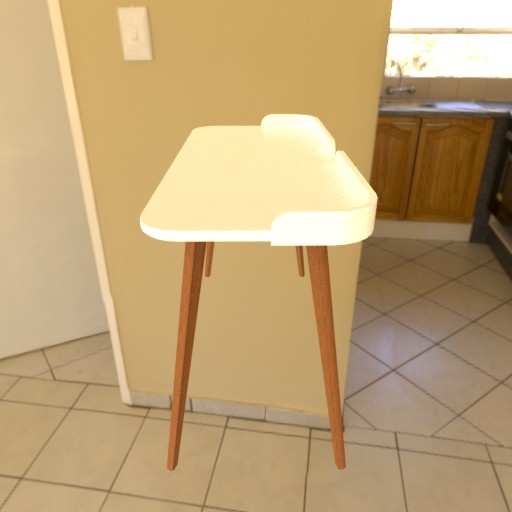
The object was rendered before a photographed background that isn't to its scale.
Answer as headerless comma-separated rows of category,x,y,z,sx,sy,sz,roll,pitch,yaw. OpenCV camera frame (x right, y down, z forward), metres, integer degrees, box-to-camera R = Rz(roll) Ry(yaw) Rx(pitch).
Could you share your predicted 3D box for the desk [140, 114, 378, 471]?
desk,0.000,0.000,1.615,0.534,0.807,1.206,0,27,0
